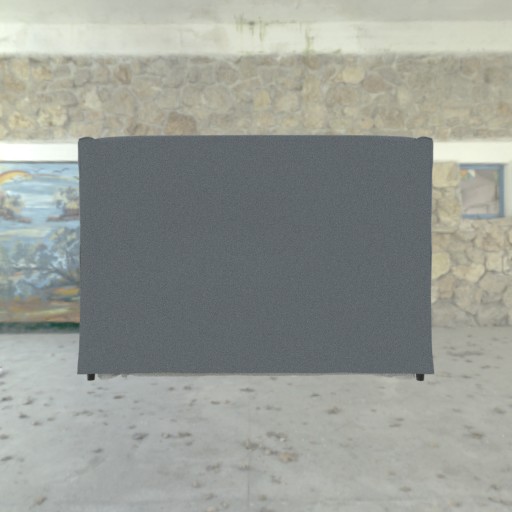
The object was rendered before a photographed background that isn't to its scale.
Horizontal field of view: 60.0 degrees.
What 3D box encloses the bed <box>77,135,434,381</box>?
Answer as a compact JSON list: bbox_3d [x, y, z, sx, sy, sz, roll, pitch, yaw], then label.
[{"bbox_3d":[0.000,0.000,3.487,1.925,1.332,2.276,0,1,0],"label":"bed"}]
